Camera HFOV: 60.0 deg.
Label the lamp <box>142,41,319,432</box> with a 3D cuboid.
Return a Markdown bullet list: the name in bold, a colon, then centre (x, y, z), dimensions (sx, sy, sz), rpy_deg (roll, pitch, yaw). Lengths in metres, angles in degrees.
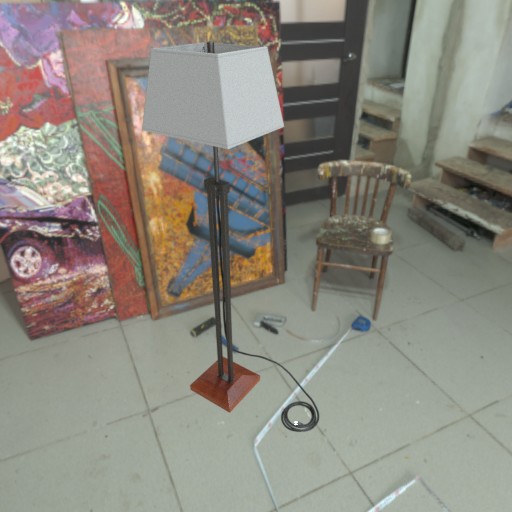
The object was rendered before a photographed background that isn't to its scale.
- **lamp**: centre (0.000, 0.000, 1.964), dimensions (0.745, 1.712, 0.472), rpy_deg (20, 36, 30)
